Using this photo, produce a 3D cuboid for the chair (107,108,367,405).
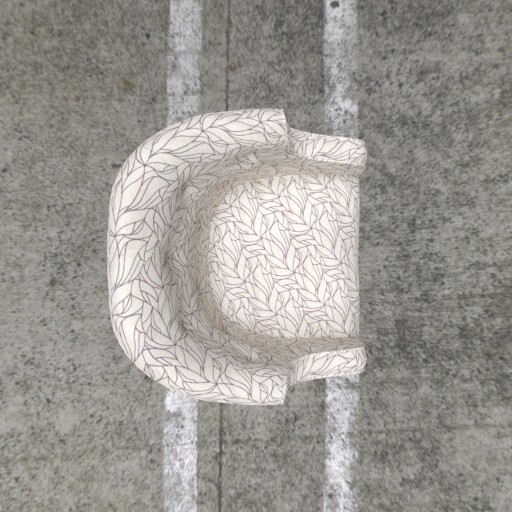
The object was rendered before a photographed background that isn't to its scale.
[{"bbox_3d":[0.000,0.000,1.304,0.613,0.858,0.686,0,91,1],"label":"chair"}]
